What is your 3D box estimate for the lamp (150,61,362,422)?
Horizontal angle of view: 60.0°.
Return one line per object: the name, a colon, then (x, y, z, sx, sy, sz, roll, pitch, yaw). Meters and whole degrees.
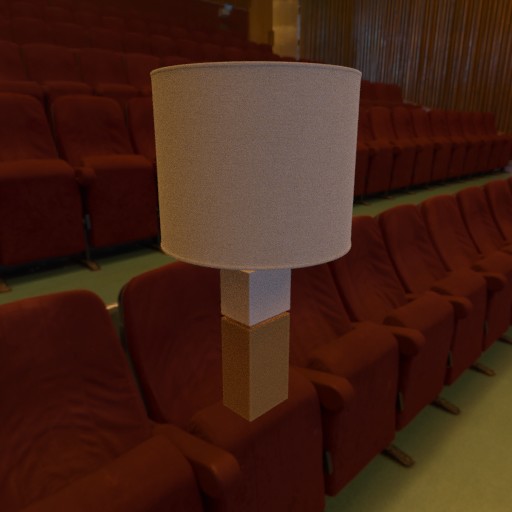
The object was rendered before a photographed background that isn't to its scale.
lamp: (0.000, 0.000, 0.551, 0.229, 0.417, 0.229, -16, 23, -43)
